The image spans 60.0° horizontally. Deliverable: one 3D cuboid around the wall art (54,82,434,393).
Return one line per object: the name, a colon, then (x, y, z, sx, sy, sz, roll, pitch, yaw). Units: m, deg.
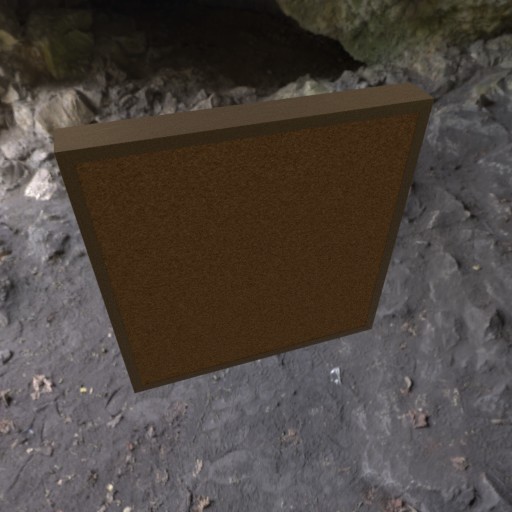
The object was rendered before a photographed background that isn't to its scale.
wall art: (0.000, 0.000, 0.453, 0.304, 0.305, 0.038, -12, 43, -13)
